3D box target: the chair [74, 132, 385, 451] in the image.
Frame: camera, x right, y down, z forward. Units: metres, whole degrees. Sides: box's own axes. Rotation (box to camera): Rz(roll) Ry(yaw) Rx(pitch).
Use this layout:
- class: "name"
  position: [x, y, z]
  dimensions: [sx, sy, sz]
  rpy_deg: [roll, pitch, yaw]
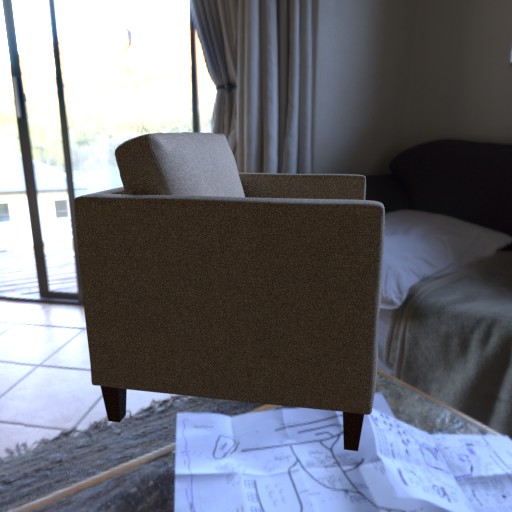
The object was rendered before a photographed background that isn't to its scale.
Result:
- class: "chair"
  position: [0.000, 0.000, 1.826]
  dimensions: [0.959, 0.987, 1.107]
  rpy_deg: [3, 15, 10]
